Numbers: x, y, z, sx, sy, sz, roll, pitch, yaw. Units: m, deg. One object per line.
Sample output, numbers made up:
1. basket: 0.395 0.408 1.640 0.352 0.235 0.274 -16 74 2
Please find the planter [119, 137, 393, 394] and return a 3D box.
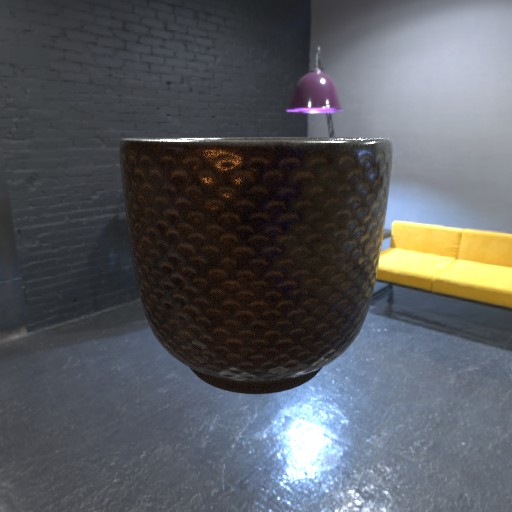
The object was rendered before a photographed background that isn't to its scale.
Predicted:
1. planter: 0.000 0.000 0.251 0.140 0.129 0.140 0 15 0
